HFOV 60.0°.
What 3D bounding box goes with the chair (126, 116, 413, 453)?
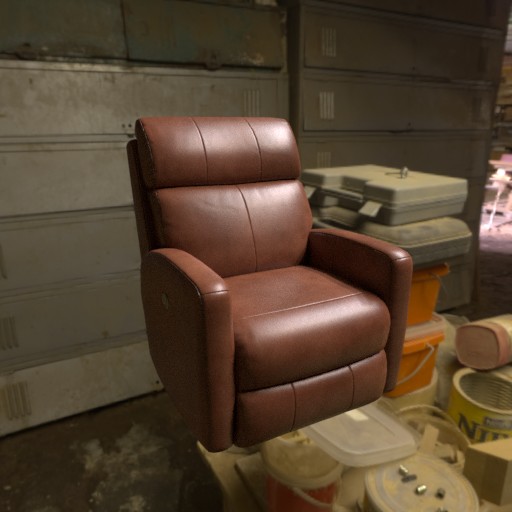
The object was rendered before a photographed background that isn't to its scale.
[{"bbox_3d":[0.000,0.000,1.684,0.787,1.016,0.939,-8,19,-26],"label":"chair"}]
